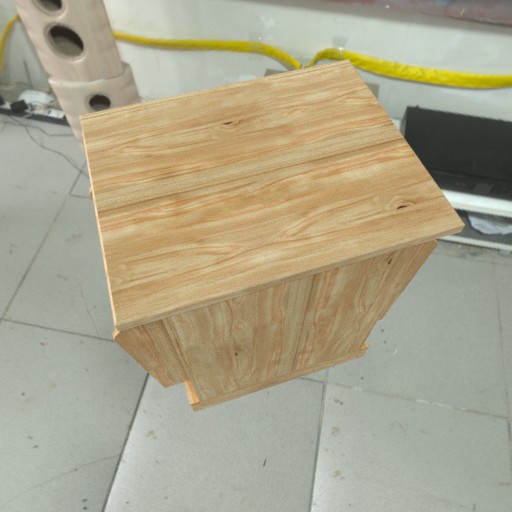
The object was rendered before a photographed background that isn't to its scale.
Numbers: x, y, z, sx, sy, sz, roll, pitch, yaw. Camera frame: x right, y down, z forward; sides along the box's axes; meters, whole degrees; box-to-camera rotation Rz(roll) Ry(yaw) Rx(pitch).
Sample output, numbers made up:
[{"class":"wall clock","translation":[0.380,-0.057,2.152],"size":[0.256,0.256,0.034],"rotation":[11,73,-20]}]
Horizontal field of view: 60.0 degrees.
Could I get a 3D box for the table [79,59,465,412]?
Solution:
[{"class":"table","translation":[0.000,0.000,0.870],"size":[0.530,0.515,0.380],"rotation":[-15,60,-9]}]
